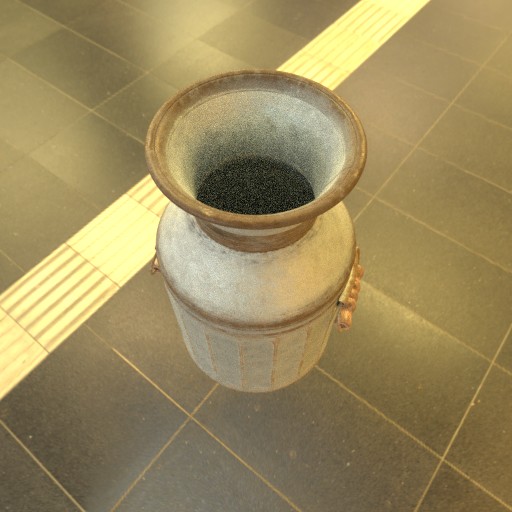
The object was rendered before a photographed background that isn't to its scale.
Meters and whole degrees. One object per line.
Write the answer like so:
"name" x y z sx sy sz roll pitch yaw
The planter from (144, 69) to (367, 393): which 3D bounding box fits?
"planter" 0.000 0.000 0.504 0.248 0.358 0.215 16 59 10
